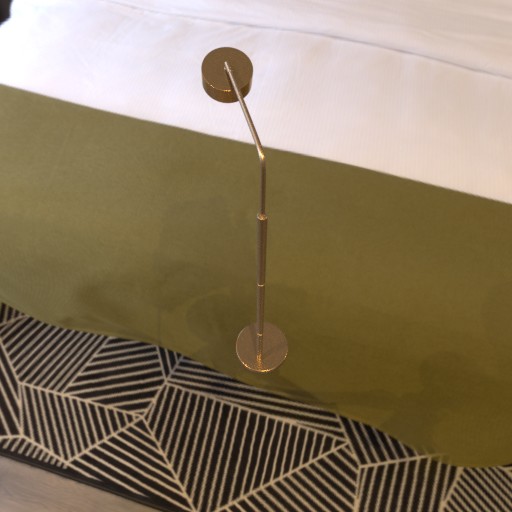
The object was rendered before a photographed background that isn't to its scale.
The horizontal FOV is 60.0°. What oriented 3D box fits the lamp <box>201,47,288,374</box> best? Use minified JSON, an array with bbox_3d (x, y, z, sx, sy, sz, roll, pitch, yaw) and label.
[{"bbox_3d":[0.000,0.000,1.435,0.219,1.230,0.418,-13,60,-8],"label":"lamp"}]
